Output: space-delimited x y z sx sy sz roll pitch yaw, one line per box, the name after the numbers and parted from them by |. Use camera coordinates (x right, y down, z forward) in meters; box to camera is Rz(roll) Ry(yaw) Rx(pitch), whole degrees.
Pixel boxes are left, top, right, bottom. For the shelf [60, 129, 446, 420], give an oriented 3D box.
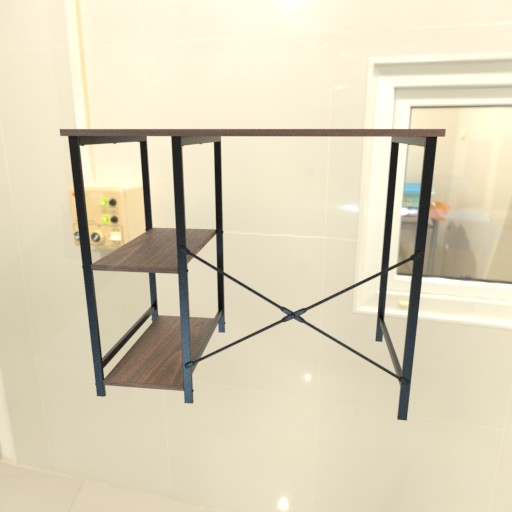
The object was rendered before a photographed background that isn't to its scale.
0.000 0.000 1.364 0.902 0.750 0.498 2 16 7 | shelf
